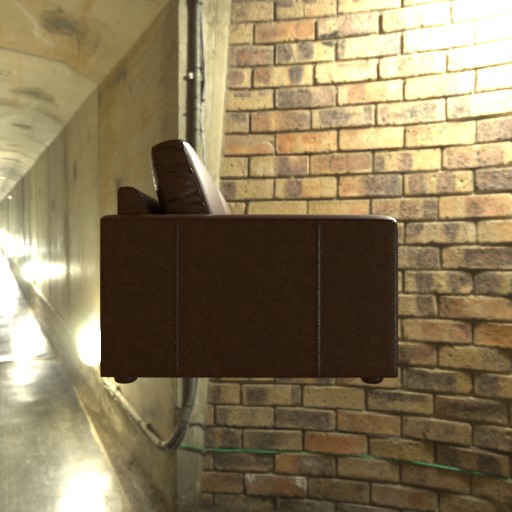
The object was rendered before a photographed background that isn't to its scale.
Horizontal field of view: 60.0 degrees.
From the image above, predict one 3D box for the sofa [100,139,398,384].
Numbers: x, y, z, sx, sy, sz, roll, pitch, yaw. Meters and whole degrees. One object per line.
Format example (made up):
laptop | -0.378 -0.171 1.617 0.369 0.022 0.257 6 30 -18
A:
sofa | 0.000 0.000 2.241 1.016 0.873 1.616 0 0 0
